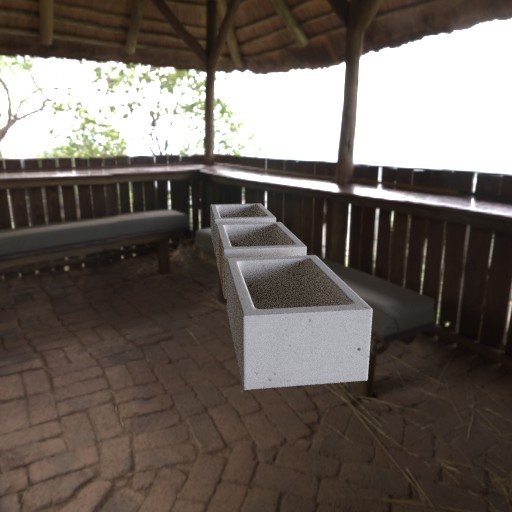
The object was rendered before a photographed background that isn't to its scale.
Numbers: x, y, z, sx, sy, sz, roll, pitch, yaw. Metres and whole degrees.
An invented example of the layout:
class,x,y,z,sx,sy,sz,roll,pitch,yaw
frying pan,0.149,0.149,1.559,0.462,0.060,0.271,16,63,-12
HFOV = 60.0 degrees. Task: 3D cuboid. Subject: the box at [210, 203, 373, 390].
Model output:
class,x,y,z,sx,sy,sz,roll,pitch,yaw
box,0.000,0.000,0.497,0.082,0.051,0.461,-2,15,-8
